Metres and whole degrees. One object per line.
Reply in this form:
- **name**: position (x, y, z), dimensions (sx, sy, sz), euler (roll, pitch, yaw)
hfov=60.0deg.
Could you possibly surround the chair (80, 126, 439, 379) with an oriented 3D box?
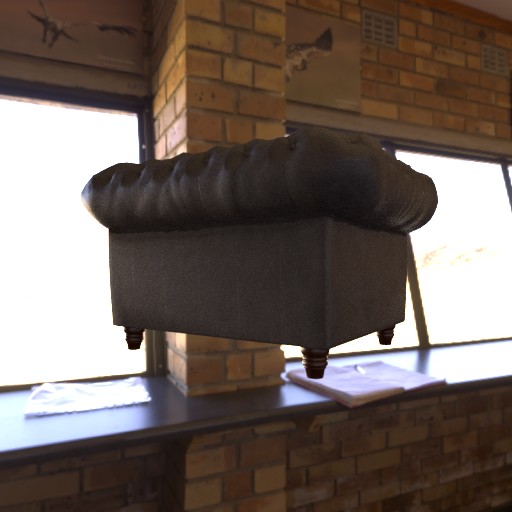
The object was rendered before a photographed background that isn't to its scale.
- **chair**: position (0.000, 0.000, 1.873), dimensions (1.298, 0.780, 0.943), euler (-1, -2, 34)
